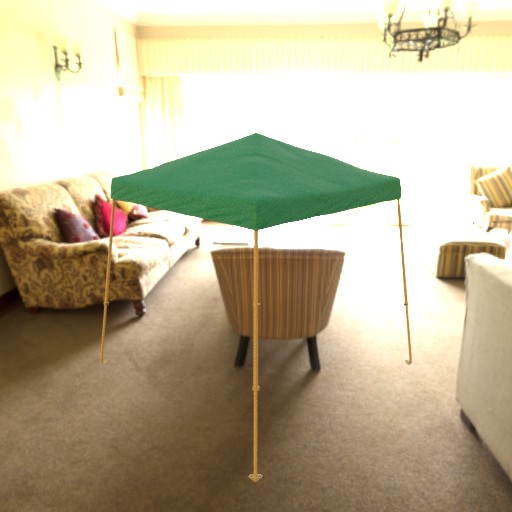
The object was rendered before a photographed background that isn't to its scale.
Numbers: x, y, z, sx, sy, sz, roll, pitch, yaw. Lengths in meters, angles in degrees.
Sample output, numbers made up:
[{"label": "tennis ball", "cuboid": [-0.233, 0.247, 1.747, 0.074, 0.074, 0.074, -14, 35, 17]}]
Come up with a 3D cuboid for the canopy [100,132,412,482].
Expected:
[{"label": "canopy", "cuboid": [0.000, 0.000, 5.315, 2.849, 2.850, 2.850, -15, 22, -43]}]
